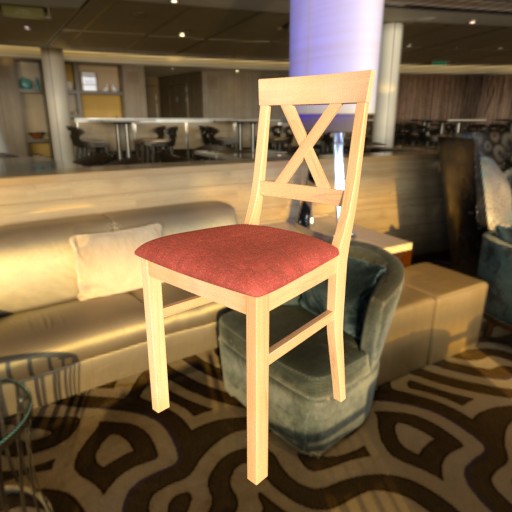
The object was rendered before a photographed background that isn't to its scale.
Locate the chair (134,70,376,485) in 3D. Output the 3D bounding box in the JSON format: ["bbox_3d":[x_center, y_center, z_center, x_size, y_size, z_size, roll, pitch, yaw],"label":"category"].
[{"bbox_3d":[0.000,0.000,1.161,0.439,0.912,0.492,15,23,41],"label":"chair"}]
